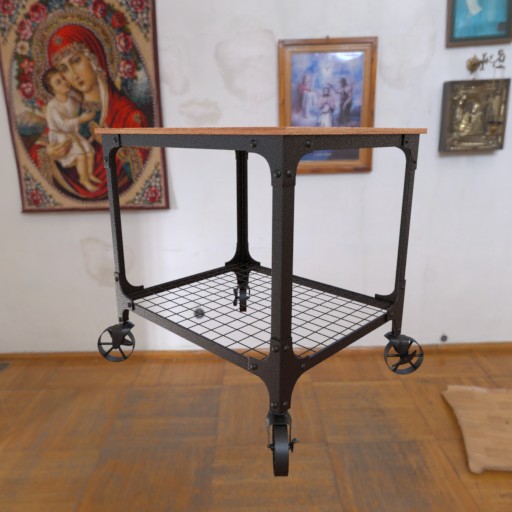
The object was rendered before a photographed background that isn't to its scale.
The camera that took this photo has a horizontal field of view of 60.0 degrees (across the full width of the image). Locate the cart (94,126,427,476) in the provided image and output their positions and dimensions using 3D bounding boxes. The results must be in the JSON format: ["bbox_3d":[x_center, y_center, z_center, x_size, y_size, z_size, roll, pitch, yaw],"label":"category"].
[{"bbox_3d":[0.000,0.000,1.090,0.666,0.603,0.558,15,21,42],"label":"cart"}]
